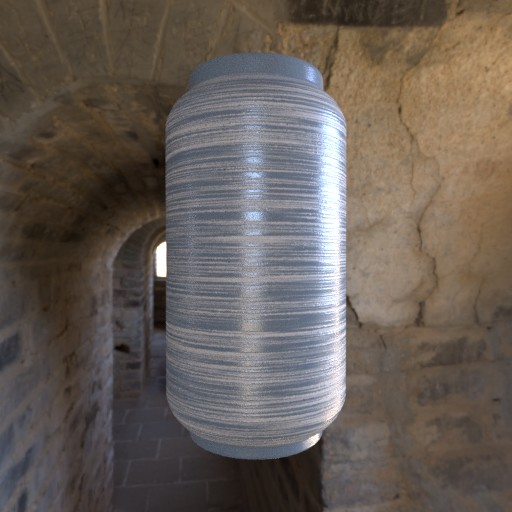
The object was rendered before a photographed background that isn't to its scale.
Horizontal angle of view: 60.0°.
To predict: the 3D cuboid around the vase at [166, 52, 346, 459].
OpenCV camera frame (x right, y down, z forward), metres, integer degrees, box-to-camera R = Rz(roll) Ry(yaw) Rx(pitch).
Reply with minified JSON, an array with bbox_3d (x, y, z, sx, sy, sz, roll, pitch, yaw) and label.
[{"bbox_3d":[0.000,0.000,0.291,0.116,0.230,0.116,0,1,0],"label":"vase"}]
